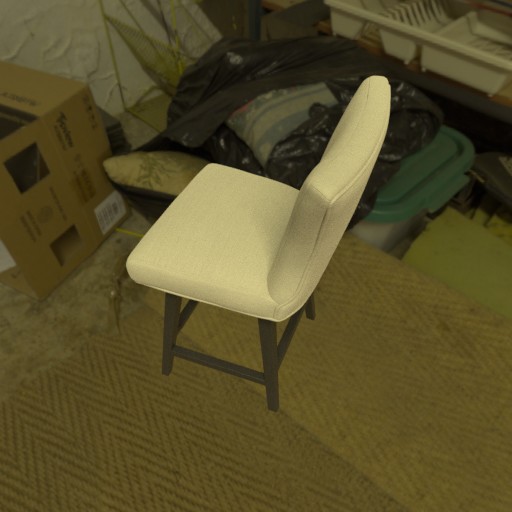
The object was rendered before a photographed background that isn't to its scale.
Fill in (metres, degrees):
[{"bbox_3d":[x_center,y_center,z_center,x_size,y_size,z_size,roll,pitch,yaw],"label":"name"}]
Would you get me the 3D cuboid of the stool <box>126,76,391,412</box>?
[{"bbox_3d":[0.000,0.000,1.349,0.574,1.000,0.514,17,49,16],"label":"stool"}]
